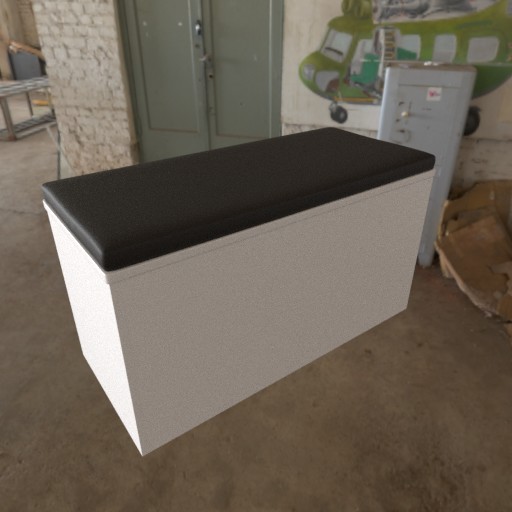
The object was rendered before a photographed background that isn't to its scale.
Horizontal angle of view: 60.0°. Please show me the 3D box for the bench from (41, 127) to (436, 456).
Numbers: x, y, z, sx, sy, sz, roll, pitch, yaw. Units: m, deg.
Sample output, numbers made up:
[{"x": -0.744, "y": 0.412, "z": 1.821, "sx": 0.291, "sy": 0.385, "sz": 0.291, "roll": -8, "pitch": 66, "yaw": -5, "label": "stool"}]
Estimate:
[{"x": 0.000, "y": 0.000, "z": 1.188, "sx": 0.899, "sy": 0.500, "sz": 0.401, "roll": -20, "pitch": 35, "yaw": -31, "label": "bench"}]
